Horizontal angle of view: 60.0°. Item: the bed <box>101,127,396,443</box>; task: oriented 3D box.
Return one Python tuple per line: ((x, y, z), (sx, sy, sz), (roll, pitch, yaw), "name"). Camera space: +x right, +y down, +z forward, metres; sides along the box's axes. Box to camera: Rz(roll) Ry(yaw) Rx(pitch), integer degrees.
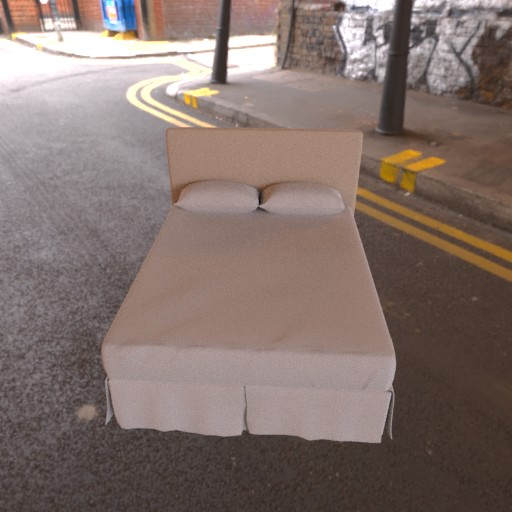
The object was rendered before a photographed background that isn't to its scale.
((0.000, 0.000, 3.243), (1.748, 1.330, 2.142), (2, 31, 3), "bed")
